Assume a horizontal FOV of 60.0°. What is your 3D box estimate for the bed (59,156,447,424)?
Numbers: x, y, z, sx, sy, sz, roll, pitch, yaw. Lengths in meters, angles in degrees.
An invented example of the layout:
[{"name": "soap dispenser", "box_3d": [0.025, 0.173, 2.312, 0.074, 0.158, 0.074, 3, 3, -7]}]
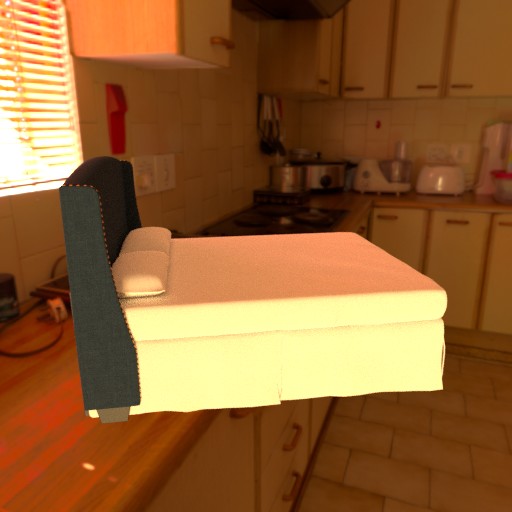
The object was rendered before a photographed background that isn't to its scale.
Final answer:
[{"name": "bed", "box_3d": [0.000, 0.000, 3.179, 2.223, 1.402, 1.604, -3, 17, -9]}]
